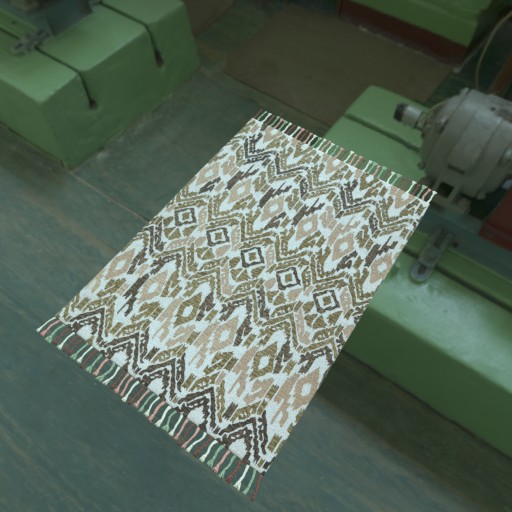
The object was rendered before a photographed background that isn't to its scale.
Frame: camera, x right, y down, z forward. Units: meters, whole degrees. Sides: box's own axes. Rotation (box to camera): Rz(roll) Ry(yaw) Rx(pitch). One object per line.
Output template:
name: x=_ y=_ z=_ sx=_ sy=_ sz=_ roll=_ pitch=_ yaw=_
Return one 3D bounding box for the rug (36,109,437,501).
rug: x=0.000 y=0.000 z=2.248 sx=1.219 sy=0.008 sz=1.829 roll=31 pitch=64 yaw=17
